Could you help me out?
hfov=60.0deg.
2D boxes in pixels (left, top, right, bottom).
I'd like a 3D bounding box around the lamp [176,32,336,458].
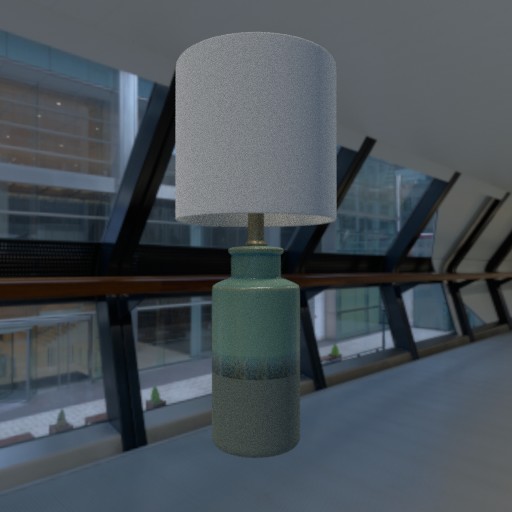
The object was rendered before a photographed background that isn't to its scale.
[{"bbox_3d":[0.000,0.000,0.593,0.212,0.493,0.212,0,0,0],"label":"lamp"}]
